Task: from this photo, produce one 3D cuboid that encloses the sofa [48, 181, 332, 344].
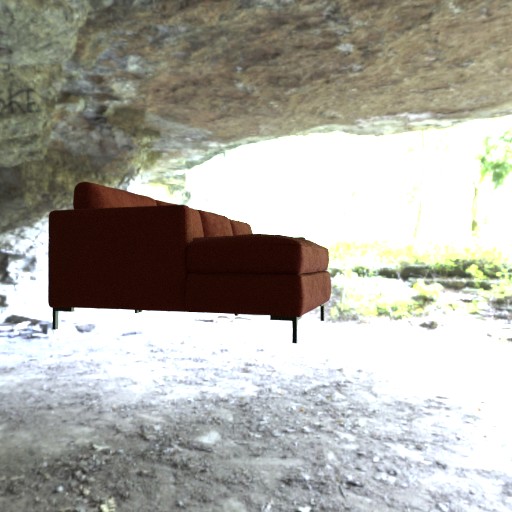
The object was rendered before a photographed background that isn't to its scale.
[{"bbox_3d":[0.000,0.000,2.890,1.136,0.663,2.467,0,-1,17],"label":"sofa"}]
